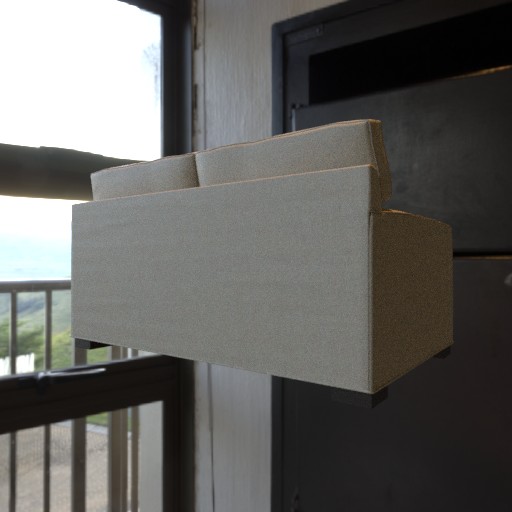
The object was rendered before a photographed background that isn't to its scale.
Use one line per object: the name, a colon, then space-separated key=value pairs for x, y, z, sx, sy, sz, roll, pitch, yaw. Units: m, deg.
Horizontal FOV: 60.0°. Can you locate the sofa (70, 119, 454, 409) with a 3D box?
sofa: x=0.000 y=0.000 z=2.016 sx=1.484 sy=0.853 sz=0.942 roll=0 pitch=0 yaw=36
